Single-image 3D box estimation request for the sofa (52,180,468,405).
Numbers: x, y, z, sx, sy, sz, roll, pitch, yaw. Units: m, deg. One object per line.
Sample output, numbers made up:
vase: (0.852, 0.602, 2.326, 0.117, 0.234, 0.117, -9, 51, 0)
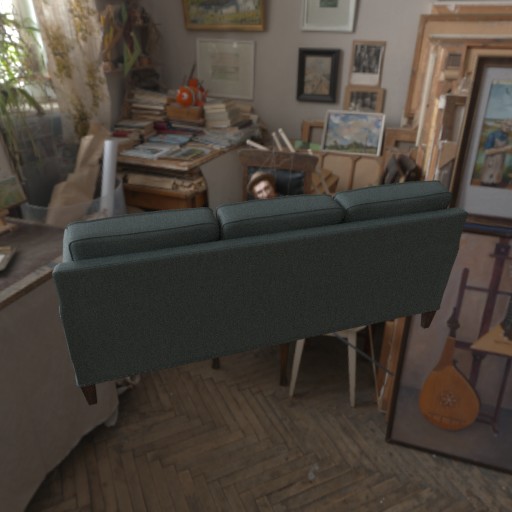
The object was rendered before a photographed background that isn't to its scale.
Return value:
sofa: (0.000, 0.000, 2.769, 2.246, 1.003, 1.084, -9, 29, -16)
